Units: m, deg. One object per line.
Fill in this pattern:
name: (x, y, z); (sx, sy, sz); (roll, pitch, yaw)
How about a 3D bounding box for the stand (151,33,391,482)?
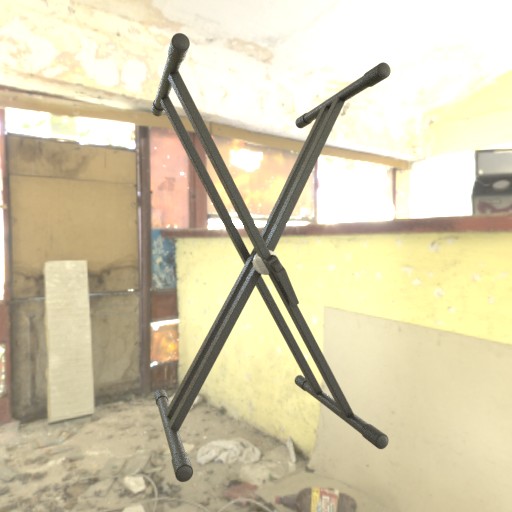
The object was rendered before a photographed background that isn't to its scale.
stand: (0.000, 0.000, 1.189); (0.503, 0.900, 0.495); (-1, 2, -18)
